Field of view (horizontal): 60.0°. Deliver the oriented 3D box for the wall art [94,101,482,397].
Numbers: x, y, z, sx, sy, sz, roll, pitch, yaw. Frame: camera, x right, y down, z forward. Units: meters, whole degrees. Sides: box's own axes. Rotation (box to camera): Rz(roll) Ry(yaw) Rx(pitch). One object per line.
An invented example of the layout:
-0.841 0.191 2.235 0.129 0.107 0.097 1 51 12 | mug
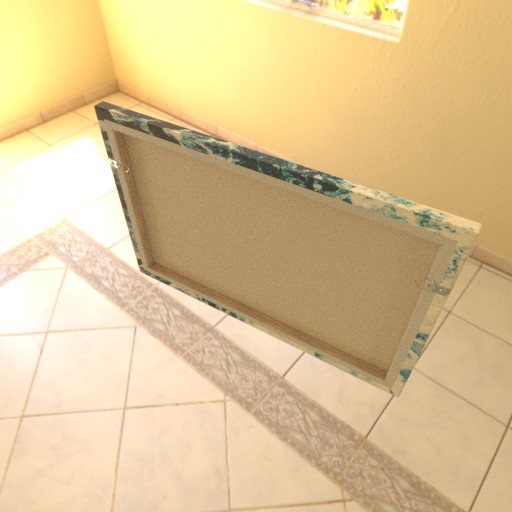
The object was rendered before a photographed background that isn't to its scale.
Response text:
0.000 0.000 1.926 1.524 1.017 0.055 23 50 21 | wall art
